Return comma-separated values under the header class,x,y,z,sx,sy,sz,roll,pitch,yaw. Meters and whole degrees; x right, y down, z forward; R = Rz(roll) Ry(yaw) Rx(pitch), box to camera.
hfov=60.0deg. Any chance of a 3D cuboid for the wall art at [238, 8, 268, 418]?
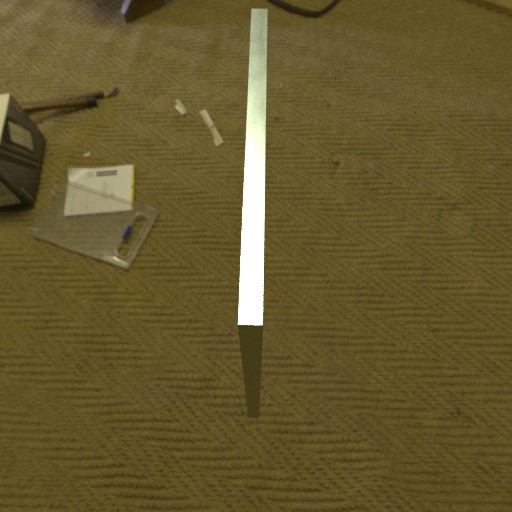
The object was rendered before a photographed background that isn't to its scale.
class,x,y,z,sx,sy,sz,roll,pitch,yaw
wall art,0.000,0.000,1.364,0.041,1.062,0.803,1,62,1
